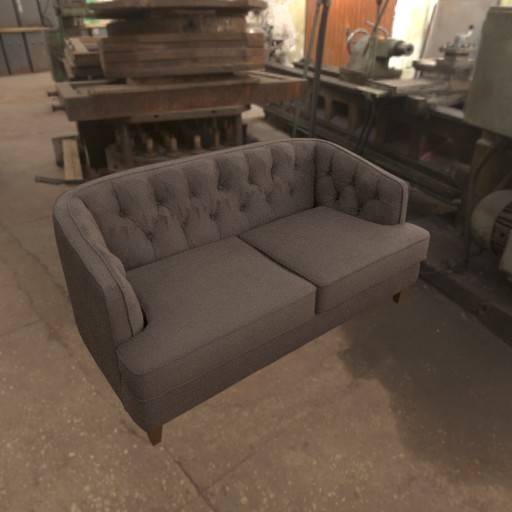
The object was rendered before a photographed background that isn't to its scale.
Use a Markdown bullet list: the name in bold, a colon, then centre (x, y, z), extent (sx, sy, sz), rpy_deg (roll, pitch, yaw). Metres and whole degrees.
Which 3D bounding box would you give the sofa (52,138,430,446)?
- **sofa**: centre (0.000, 0.000, 2.245), extent (1.733, 0.855, 0.941), rpy_deg (-21, 36, -32)
